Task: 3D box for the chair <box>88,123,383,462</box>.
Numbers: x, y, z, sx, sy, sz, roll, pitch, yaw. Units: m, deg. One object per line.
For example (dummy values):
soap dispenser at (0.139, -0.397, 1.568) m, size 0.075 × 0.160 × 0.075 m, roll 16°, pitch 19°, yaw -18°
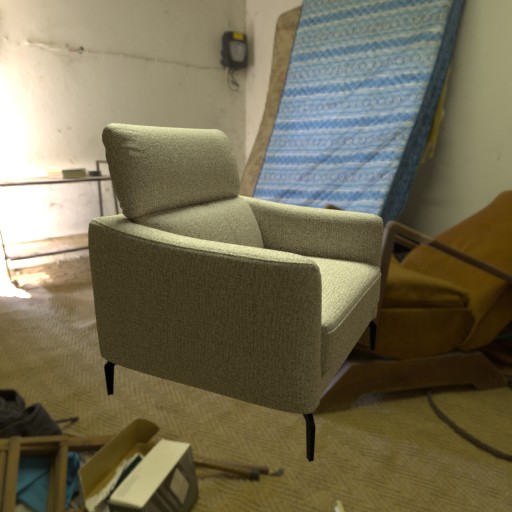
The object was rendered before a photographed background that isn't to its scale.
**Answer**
chair at (0.000, 0.000, 1.705) m, size 0.835 × 0.967 × 0.972 m, roll 7°, pitch 16°, yaw 26°
